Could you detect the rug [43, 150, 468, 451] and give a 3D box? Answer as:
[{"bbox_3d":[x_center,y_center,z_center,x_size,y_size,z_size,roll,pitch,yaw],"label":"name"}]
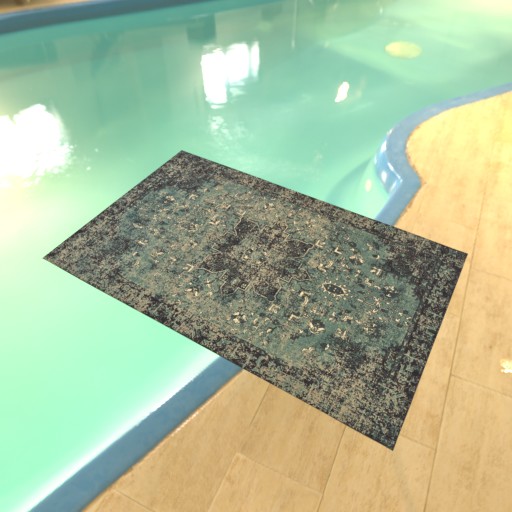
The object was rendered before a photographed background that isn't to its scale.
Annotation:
[{"bbox_3d":[0.000,0.000,2.990,2.440,0.007,1.525,24,51,21],"label":"rug"}]
